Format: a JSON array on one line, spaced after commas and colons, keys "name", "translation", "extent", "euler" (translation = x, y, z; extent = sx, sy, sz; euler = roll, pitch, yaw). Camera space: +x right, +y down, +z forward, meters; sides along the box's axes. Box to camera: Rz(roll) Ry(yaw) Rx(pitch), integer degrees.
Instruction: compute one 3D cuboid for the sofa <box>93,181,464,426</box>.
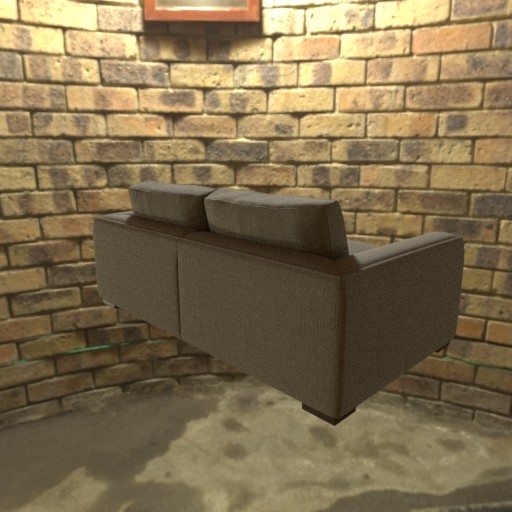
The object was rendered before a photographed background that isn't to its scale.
[{"name": "sofa", "translation": [0.000, 0.000, 2.504], "extent": [1.069, 0.800, 1.920], "euler": [-13, 19, -43]}]
